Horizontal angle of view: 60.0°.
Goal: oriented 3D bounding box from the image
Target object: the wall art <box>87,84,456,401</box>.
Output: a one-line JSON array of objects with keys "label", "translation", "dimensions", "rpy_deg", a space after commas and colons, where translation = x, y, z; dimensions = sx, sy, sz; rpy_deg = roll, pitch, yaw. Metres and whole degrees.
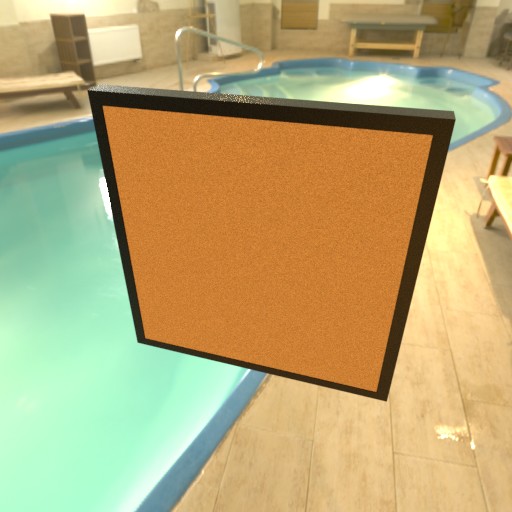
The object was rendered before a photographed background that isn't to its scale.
[{"label": "wall art", "translation": [0.000, 0.000, 0.739], "dimensions": [0.506, 0.506, 0.038], "rpy_deg": [10, 34, 14]}]
